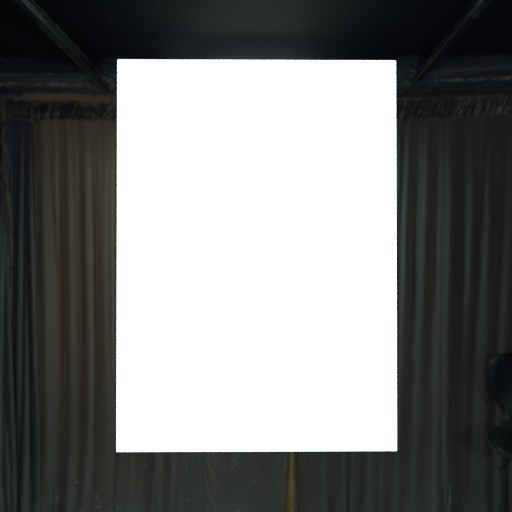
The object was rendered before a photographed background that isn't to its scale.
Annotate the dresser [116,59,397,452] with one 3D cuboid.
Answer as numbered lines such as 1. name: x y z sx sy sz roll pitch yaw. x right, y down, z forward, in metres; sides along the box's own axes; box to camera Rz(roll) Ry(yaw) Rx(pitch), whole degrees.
1. dresser: 0.000 0.000 0.813 0.400 0.560 0.360 0 0 0
